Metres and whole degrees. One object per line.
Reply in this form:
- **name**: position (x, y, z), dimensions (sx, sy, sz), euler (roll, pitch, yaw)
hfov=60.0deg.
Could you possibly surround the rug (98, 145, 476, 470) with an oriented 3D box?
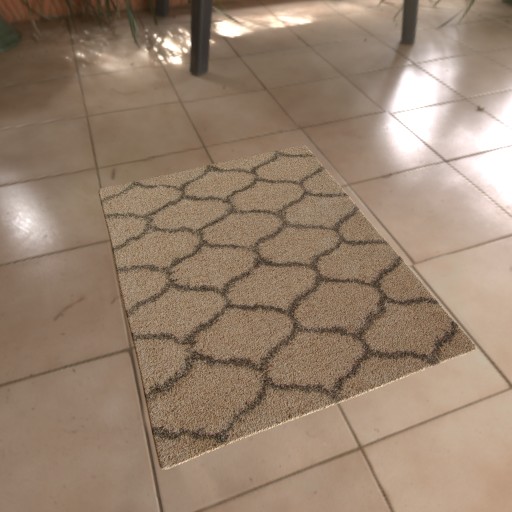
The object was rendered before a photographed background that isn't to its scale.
- **rug**: position (0.000, 0.000, 3.974), dimensions (2.399, 0.026, 3.000), euler (-15, 48, -14)
